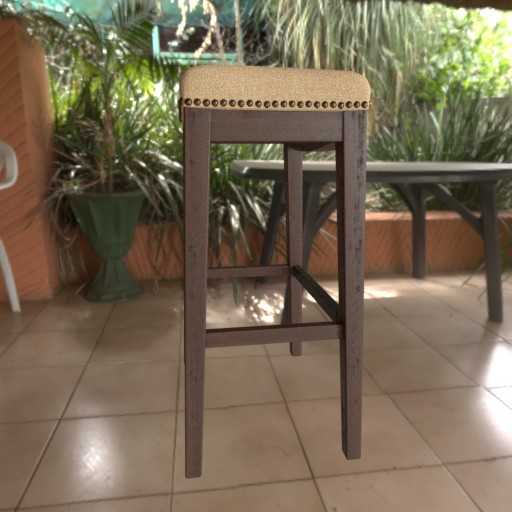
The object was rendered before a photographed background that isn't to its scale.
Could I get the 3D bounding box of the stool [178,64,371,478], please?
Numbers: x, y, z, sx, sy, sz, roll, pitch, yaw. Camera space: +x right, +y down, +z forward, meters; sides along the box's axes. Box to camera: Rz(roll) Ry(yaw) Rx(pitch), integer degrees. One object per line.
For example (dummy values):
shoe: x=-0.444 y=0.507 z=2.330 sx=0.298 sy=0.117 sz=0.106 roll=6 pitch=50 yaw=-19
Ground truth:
stool: x=0.000 y=0.000 z=1.050 sx=0.363 sy=0.768 sz=0.509 roll=-2 pitch=14 yaw=-9
